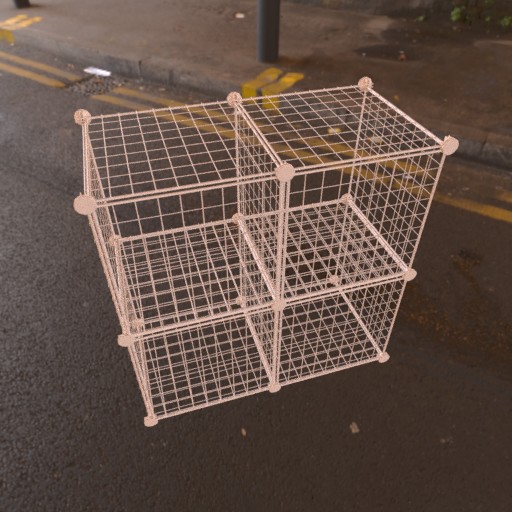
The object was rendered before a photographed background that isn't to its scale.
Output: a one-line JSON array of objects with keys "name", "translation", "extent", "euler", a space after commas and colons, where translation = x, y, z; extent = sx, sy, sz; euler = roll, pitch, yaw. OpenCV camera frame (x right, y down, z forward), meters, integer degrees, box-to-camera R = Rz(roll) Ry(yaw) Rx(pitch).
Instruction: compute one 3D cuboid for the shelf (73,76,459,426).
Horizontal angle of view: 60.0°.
[{"name": "shelf", "translation": [0.000, 0.000, 1.131], "extent": [0.711, 0.711, 0.356], "euler": [-11, 42, -13]}]
